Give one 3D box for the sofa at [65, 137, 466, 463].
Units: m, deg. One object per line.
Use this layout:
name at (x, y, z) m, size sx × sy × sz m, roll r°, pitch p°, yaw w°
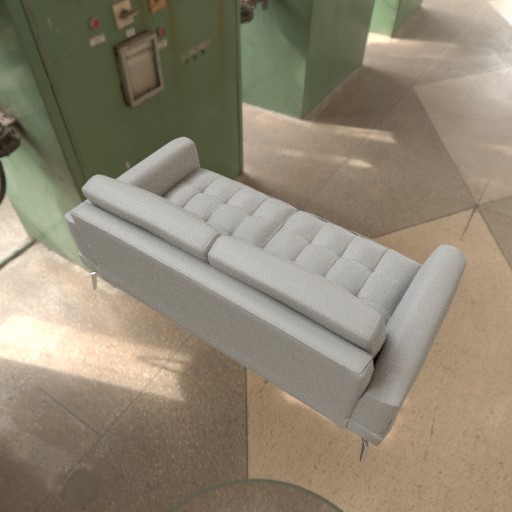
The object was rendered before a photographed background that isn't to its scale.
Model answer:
sofa at (0.000, 0.000, 2.665) m, size 2.177 × 0.930 × 1.121 m, roll 27°, pitch 53°, yaw 22°
